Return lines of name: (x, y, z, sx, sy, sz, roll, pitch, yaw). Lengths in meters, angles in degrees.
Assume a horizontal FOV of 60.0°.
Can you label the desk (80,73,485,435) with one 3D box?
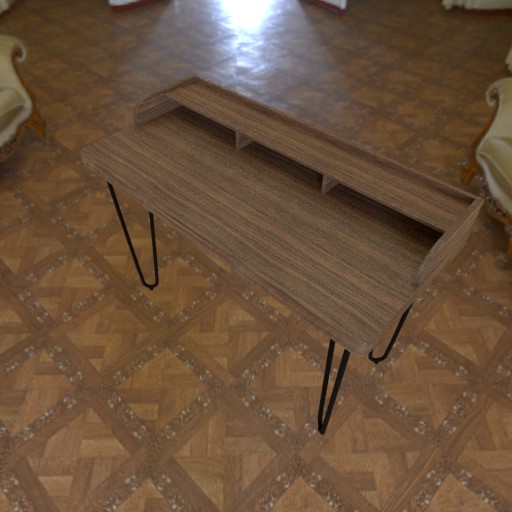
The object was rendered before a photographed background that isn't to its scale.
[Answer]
desk: (0.000, 0.000, 1.664, 1.200, 0.854, 0.565, 33, 54, 28)
